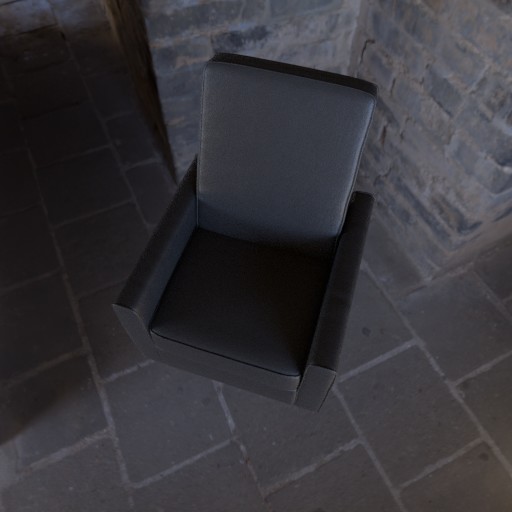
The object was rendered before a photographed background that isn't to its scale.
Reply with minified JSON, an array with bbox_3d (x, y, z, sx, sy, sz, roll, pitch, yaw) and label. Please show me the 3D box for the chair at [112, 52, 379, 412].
[{"bbox_3d":[0.000,0.000,1.525,0.705,1.013,0.746,15,60,9],"label":"chair"}]
